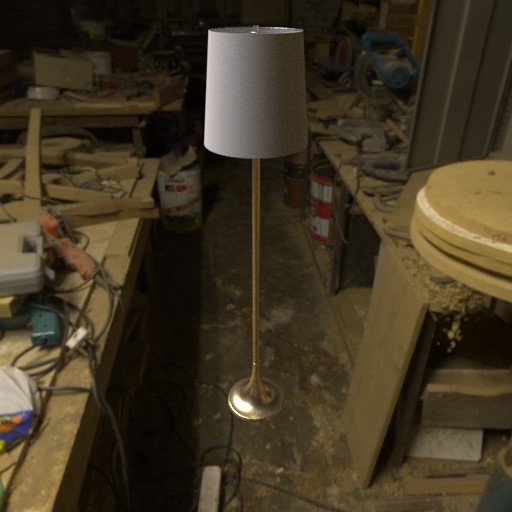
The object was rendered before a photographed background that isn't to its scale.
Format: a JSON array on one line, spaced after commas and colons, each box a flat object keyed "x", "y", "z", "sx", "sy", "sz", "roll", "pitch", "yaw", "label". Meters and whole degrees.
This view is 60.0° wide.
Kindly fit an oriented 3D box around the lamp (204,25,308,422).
[{"x": 0.000, "y": 0.000, "z": 1.671, "sx": 0.337, "sy": 1.543, "sz": 0.337, "roll": 0, "pitch": 30, "yaw": 0, "label": "lamp"}]
